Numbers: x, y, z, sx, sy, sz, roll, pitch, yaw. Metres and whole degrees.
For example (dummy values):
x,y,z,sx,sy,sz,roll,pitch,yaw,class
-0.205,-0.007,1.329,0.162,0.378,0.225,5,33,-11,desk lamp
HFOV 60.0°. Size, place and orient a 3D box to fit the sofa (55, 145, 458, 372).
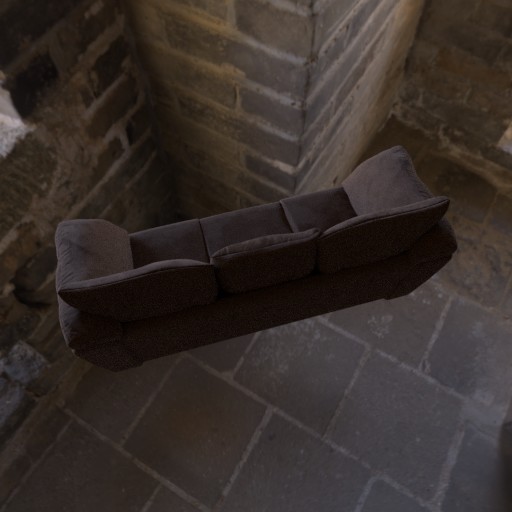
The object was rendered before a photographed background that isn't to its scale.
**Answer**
x,y,z,sx,sy,sz,roll,pitch,yaw,class
0.000,0.000,2.858,2.336,1.015,0.878,-13,60,-8,sofa
